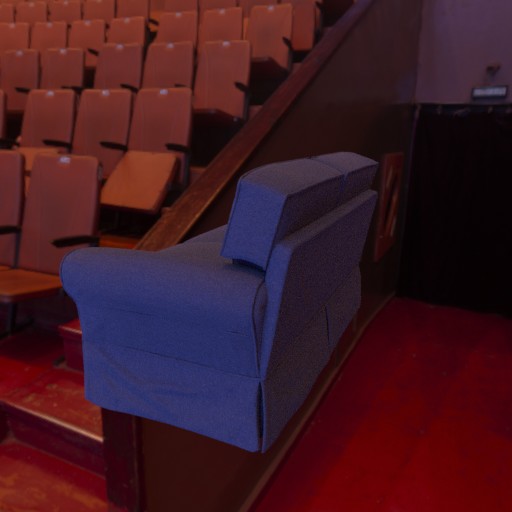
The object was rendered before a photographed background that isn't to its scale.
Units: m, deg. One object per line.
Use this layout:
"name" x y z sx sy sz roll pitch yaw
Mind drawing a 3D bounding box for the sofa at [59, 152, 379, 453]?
"sofa" 0.000 0.000 2.384 0.997 1.059 1.801 7 17 24
